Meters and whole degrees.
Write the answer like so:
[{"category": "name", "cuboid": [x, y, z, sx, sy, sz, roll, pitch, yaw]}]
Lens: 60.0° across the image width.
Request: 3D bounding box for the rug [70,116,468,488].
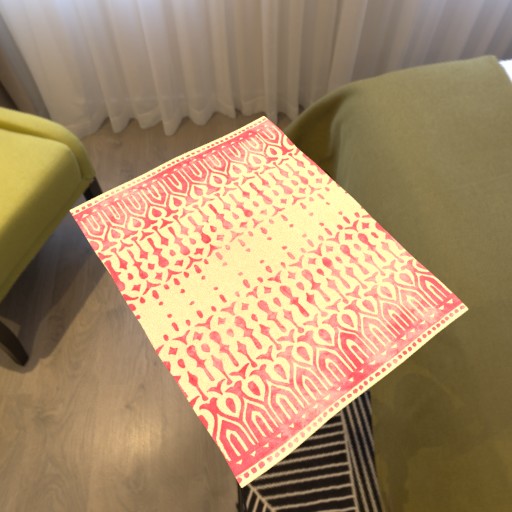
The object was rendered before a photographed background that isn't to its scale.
[{"category": "rug", "cuboid": [0.000, 0.000, 4.182, 2.441, 0.016, 3.095, -31, 63, -18]}]
